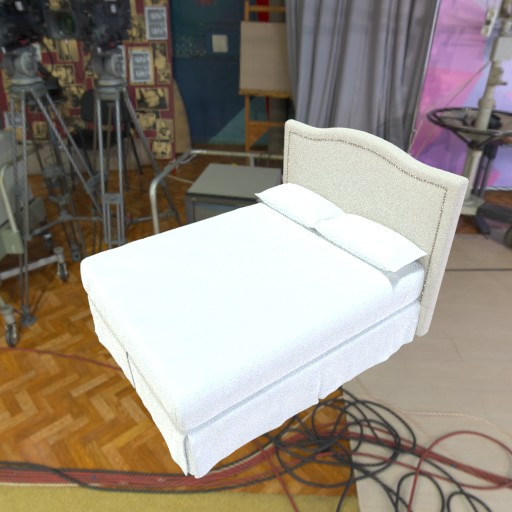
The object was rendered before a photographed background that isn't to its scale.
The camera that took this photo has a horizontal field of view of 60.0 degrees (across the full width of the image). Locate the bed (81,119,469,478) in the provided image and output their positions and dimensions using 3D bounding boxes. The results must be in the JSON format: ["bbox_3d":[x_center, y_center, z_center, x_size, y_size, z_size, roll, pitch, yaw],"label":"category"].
[{"bbox_3d":[0.000,0.000,3.229,2.143,1.460,1.753,-21,38,-30],"label":"bed"}]
